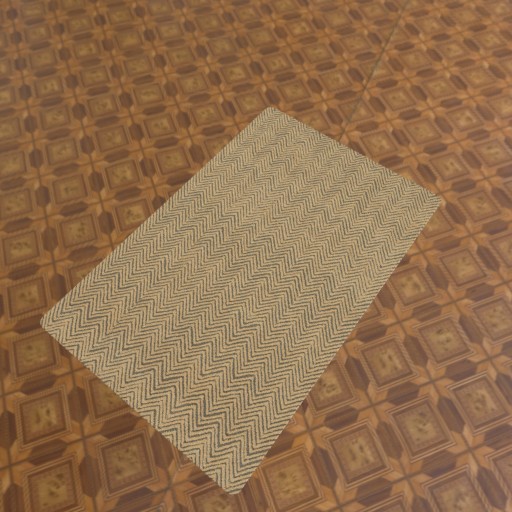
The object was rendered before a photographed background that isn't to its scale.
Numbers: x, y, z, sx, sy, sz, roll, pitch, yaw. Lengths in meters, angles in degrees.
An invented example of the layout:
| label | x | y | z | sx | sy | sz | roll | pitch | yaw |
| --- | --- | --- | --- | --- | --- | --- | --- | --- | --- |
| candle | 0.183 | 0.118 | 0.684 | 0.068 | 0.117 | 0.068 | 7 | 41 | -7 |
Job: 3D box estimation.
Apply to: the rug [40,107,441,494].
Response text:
| label | x | y | z | sx | sy | sz | roll | pitch | yaw |
| --- | --- | --- | --- | --- | --- | --- | --- | --- | --- |
| rug | 0.000 | 0.000 | 2.166 | 1.144 | 0.008 | 1.752 | 34 | 66 | 17 |
